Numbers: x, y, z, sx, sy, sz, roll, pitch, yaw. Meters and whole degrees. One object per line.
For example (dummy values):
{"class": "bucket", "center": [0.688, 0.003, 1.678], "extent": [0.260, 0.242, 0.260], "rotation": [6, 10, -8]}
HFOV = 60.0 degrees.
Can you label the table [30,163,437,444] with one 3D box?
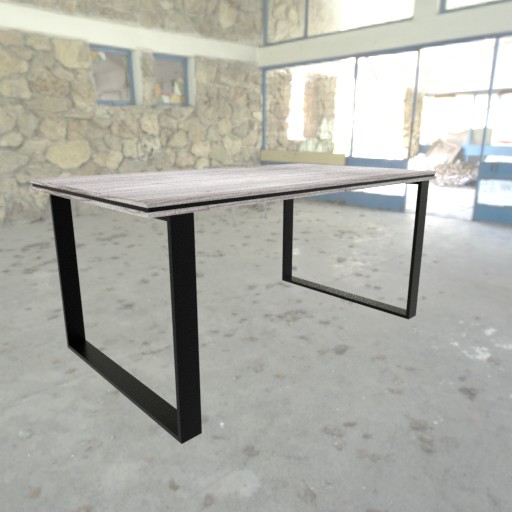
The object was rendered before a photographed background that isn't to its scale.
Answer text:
{"class": "table", "center": [0.000, 0.000, 2.028], "extent": [1.579, 0.736, 0.881], "rotation": [-14, 20, -42]}
